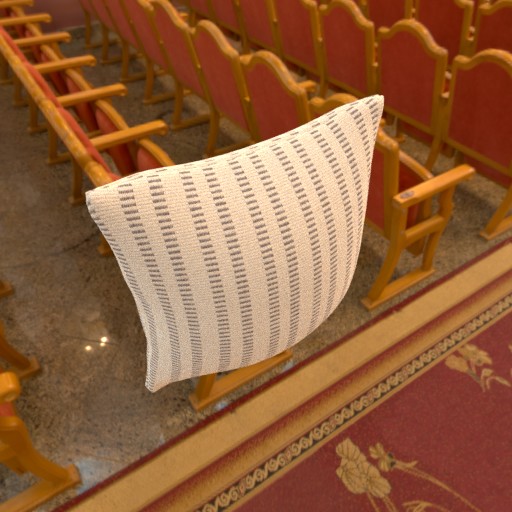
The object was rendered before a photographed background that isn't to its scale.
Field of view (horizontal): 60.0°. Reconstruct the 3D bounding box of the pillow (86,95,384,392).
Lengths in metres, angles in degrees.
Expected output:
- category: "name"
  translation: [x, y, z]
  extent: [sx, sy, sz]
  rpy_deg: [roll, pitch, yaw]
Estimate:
- category: "pillow"
  translation: [0.000, 0.000, 0.694]
  extent: [0.438, 0.419, 0.247]
  rpy_deg: [-25, 50, -23]
